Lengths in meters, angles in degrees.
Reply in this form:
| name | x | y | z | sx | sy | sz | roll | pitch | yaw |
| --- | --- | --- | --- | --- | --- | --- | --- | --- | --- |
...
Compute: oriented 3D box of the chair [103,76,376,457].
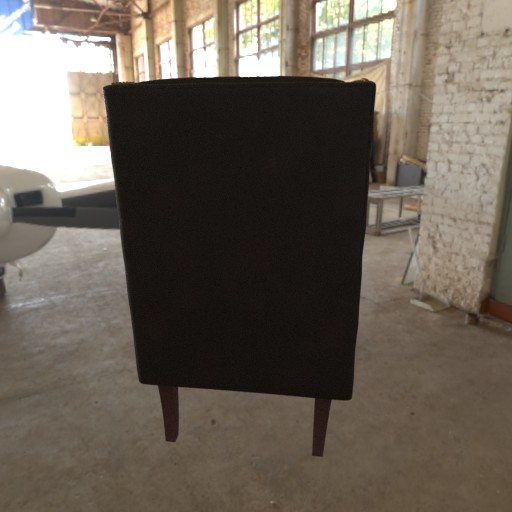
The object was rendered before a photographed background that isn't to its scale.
| name | x | y | z | sx | sy | sz | roll | pitch | yaw |
| --- | --- | --- | --- | --- | --- | --- | --- | --- | --- |
| chair | 0.000 | 0.000 | 1.601 | 0.703 | 1.142 | 0.799 | 2 | 16 | 8 |
